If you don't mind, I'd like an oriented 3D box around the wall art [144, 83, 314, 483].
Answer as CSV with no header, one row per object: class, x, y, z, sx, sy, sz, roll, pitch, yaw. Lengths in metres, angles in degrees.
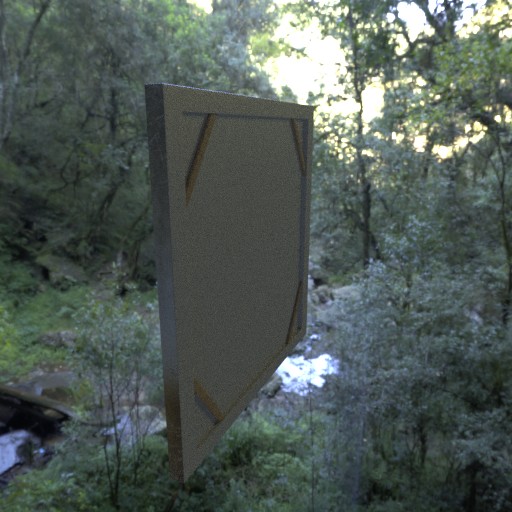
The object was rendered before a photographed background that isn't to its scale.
wall art,0.000,0.000,1.626,0.051,1.091,1.092,7,18,24
